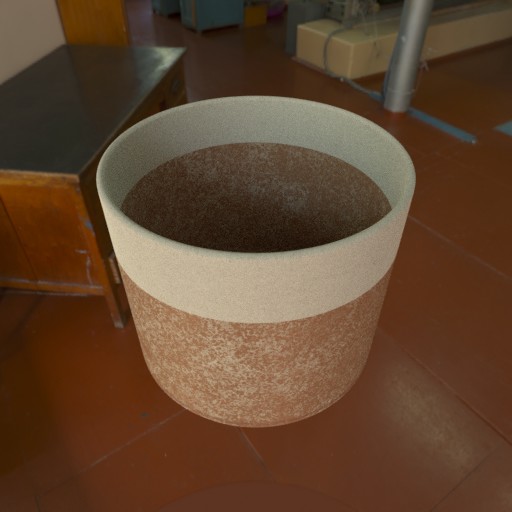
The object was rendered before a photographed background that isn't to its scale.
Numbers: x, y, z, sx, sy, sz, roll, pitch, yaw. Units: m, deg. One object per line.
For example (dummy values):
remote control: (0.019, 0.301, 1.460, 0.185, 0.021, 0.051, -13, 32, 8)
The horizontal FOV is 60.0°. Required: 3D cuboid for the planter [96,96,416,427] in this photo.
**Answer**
planter: (0.000, 0.000, 0.272, 0.159, 0.138, 0.159, 0, 41, 0)
